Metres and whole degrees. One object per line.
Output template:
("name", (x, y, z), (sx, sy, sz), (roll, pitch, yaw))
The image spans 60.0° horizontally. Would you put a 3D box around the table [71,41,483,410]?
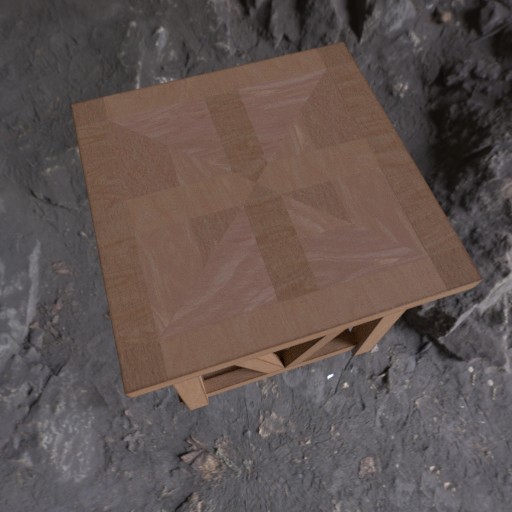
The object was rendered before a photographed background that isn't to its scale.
("table", (0.000, 0.000, 1.122), (0.612, 0.638, 0.610), (-16, 66, -8))
